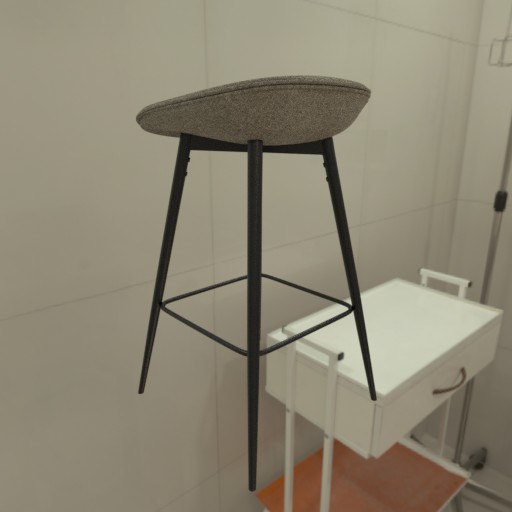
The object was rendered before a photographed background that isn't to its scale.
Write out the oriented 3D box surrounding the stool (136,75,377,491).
[{"bbox_3d":[0.000,0.000,1.113,0.469,0.814,0.480,-15,23,-41],"label":"stool"}]
